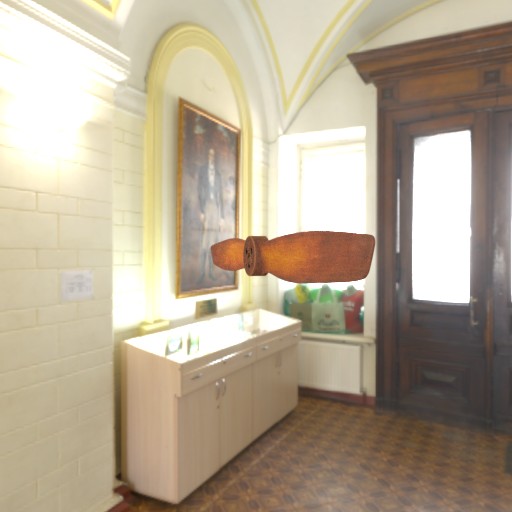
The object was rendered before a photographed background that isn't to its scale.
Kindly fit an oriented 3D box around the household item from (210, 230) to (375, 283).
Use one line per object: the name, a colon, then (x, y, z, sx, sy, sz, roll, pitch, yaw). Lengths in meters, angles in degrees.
household item: (0.000, 0.000, 1.253, 0.051, 0.121, 1.181, 0, 0, -18)
